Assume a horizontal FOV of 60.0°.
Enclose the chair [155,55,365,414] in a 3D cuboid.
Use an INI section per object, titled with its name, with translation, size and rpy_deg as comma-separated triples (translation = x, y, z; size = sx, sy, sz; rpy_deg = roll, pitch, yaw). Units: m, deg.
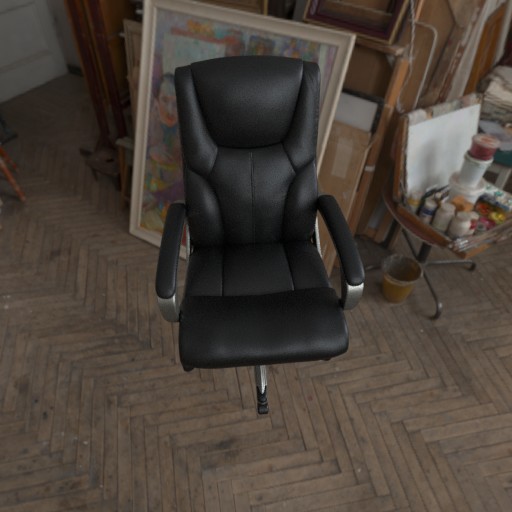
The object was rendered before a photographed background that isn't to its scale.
[chair]
translation = 0.000, 0.000, 1.598
size = 0.663, 1.155, 0.739
rpy_deg = -4, 46, -3
